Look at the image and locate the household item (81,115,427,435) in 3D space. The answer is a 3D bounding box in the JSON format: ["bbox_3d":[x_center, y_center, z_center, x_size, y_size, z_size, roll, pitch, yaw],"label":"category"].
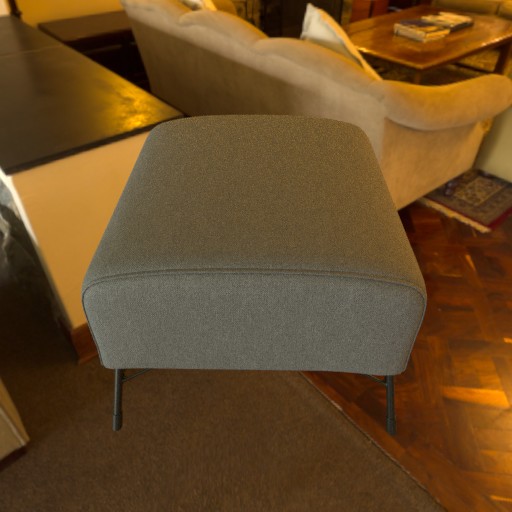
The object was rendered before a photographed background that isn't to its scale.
[{"bbox_3d":[0.000,0.000,0.887,0.530,0.410,0.530,1,41,1],"label":"household item"}]
